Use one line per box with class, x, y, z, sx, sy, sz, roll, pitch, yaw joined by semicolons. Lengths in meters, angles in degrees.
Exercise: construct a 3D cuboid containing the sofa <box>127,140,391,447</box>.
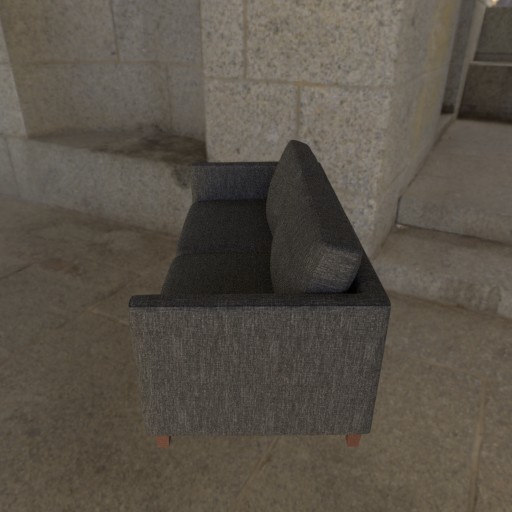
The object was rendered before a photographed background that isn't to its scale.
sofa;0.000;0.000;2.463;0.950;0.963;1.884;0;27;0
